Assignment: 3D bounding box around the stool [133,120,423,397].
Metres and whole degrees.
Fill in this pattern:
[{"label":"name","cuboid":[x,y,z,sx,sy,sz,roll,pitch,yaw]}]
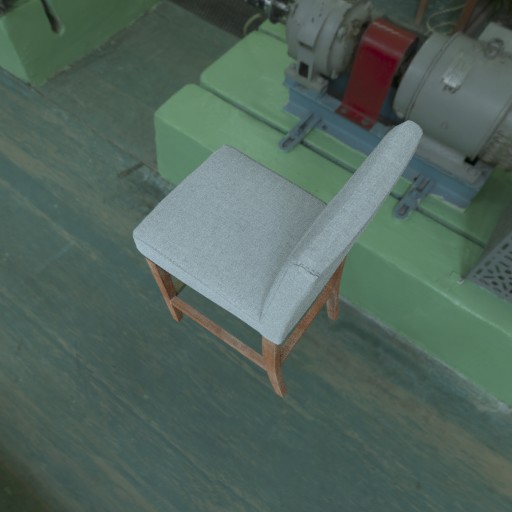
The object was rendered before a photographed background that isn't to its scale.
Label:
[{"label":"stool","cuboid":[0.000,0.000,1.367,0.570,1.088,0.439,33,67,16]}]
